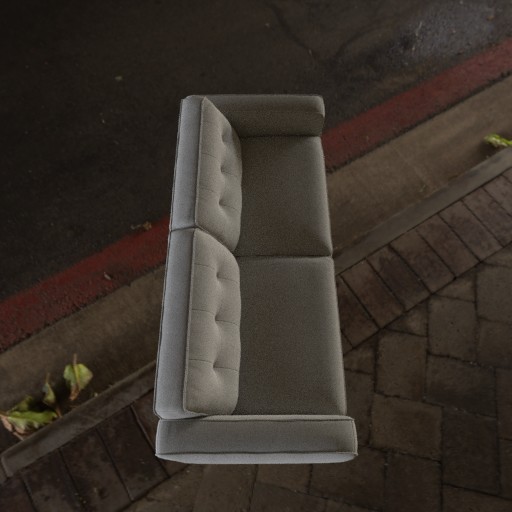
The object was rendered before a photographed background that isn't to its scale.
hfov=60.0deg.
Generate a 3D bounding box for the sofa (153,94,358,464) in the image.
[{"bbox_3d":[0.000,0.000,2.676,0.956,0.781,2.270,0,64,0],"label":"sofa"}]
